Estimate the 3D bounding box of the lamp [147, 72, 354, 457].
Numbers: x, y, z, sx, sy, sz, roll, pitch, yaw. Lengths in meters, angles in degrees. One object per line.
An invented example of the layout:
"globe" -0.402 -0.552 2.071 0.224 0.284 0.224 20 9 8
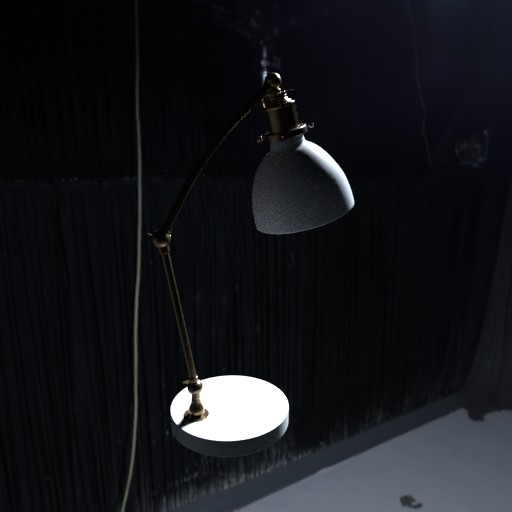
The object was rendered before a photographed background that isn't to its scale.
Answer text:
"lamp" 0.000 0.000 0.671 0.317 0.522 0.186 -7 15 -28
